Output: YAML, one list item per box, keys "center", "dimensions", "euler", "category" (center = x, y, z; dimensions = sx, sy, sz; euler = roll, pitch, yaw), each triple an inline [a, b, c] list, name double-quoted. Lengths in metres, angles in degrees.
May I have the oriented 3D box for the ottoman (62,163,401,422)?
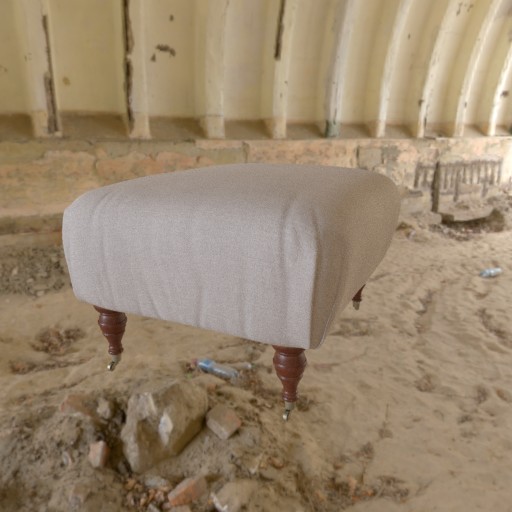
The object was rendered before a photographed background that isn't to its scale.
- center: [0.000, 0.000, 1.141]
  dimensions: [0.622, 0.450, 0.746]
  euler: [7, 17, 24]
  category: "ottoman"
